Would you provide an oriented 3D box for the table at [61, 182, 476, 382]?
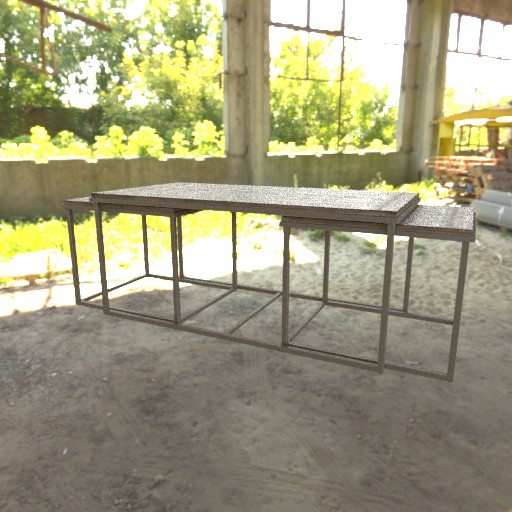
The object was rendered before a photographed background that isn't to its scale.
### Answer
[{"bbox_3d":[0.000,0.000,1.506,1.312,0.427,0.489,7,15,25],"label":"table"}]
